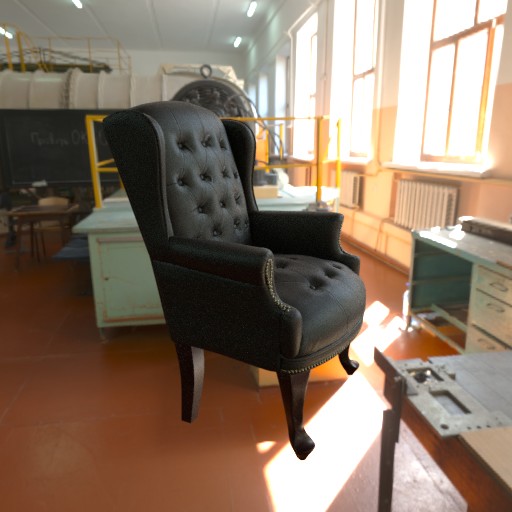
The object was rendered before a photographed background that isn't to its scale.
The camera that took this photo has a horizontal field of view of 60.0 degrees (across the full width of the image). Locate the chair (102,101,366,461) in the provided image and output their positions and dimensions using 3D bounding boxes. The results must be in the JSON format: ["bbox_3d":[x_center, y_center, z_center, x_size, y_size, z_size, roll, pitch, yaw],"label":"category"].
[{"bbox_3d":[0.000,0.000,1.676,0.822,1.133,0.831,7,16,25],"label":"chair"}]
